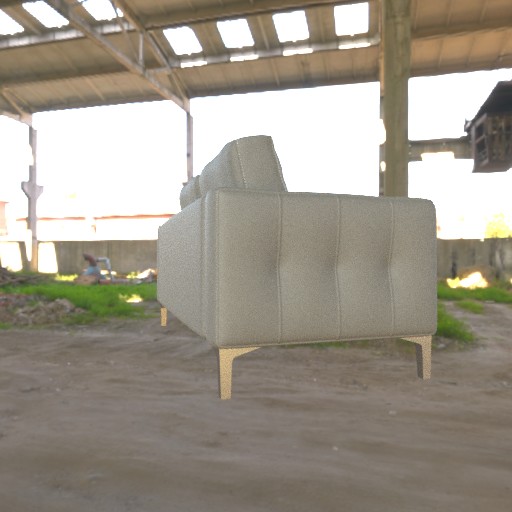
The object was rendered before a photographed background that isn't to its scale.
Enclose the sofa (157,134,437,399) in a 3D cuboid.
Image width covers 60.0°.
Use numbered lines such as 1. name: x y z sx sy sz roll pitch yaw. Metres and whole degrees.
1. sofa: 0.000 0.000 2.252 0.833 0.892 1.726 0 -1 -18
